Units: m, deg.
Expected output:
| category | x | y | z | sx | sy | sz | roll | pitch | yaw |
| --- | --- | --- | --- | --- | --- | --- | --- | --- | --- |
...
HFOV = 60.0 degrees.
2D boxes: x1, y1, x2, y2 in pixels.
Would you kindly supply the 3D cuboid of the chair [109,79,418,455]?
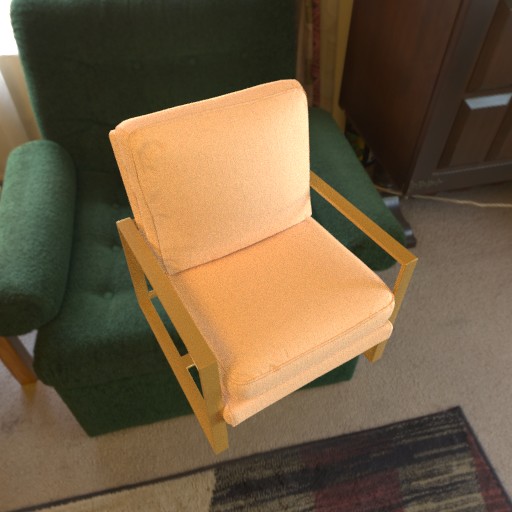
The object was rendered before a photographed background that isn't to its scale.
| category | x | y | z | sx | sy | sz | roll | pitch | yaw |
| --- | --- | --- | --- | --- | --- | --- | --- | --- | --- |
| chair | 0.000 | 0.000 | 1.549 | 0.758 | 0.956 | 0.813 | -23 | 51 | -20 |
